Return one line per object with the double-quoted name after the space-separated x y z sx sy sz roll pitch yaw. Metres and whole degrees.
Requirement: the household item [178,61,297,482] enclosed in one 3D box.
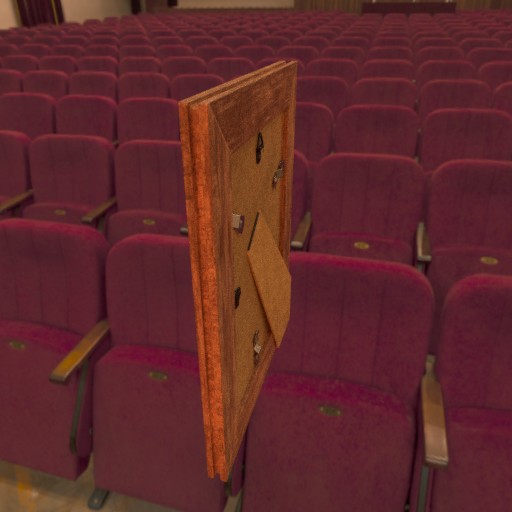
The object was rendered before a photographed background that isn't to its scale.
0.000 0.000 0.312 0.018 0.237 0.186 8 30 14 "household item"
